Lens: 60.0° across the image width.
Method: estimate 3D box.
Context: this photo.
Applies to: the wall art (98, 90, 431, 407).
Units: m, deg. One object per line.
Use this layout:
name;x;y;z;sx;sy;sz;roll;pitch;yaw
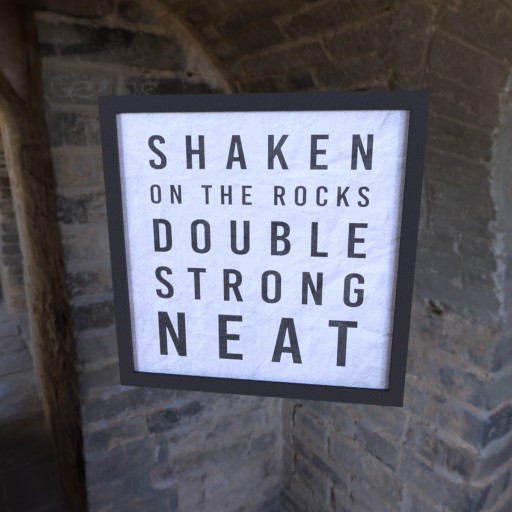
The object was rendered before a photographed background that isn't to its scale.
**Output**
wall art;0.000;0.000;0.662;0.456;0.458;0.013;2;14;8
